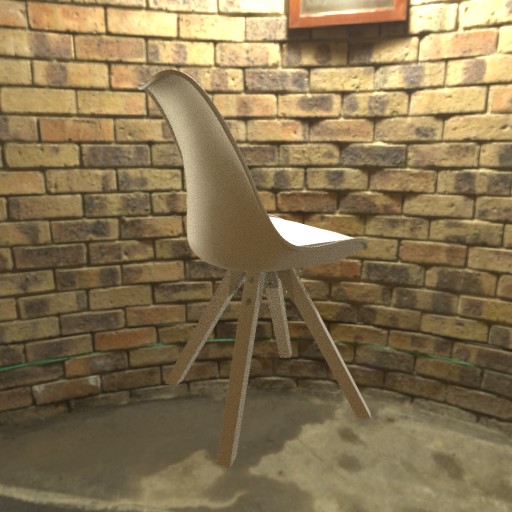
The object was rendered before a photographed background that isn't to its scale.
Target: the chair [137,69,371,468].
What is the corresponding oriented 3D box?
[{"bbox_3d":[0.000,0.000,1.171,0.550,0.850,0.485,-7,15,-27],"label":"chair"}]
